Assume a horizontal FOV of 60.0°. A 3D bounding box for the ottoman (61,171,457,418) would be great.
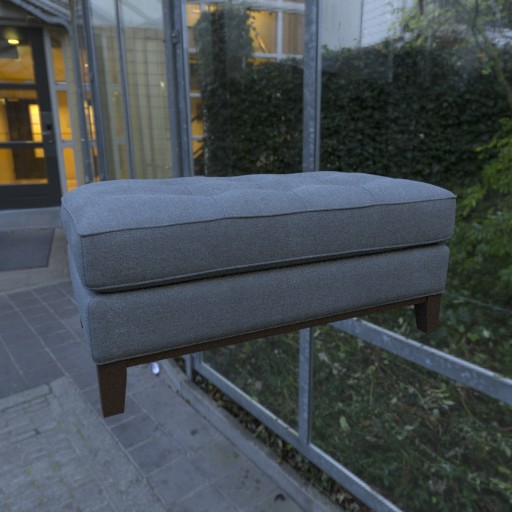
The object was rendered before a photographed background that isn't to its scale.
[{"bbox_3d":[0.000,0.000,1.473,1.143,0.514,0.648,-8,18,-25],"label":"ottoman"}]
